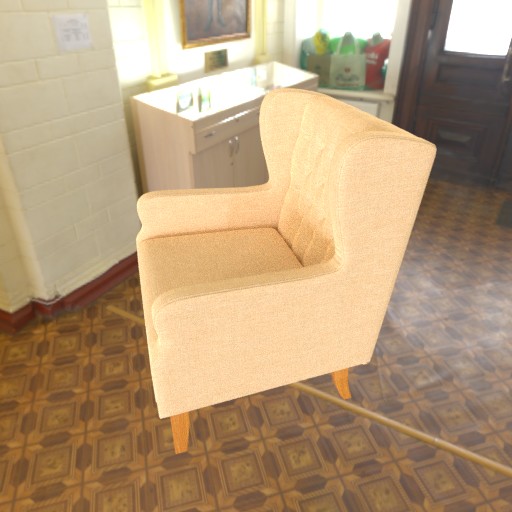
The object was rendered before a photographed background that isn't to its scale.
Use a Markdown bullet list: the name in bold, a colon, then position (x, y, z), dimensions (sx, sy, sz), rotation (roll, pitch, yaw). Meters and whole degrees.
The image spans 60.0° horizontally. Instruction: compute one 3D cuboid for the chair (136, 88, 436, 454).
- **chair**: position (0.000, 0.000, 1.463), dimensions (0.760, 0.930, 0.710), rotation (-8, 32, -14)
